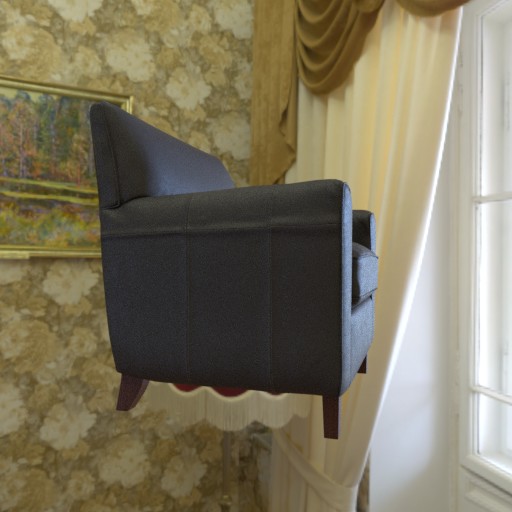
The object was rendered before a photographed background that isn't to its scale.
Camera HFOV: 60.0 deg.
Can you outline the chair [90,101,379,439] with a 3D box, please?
[{"bbox_3d":[0.000,0.000,1.594,0.825,0.943,0.870,0,0,20],"label":"chair"}]
